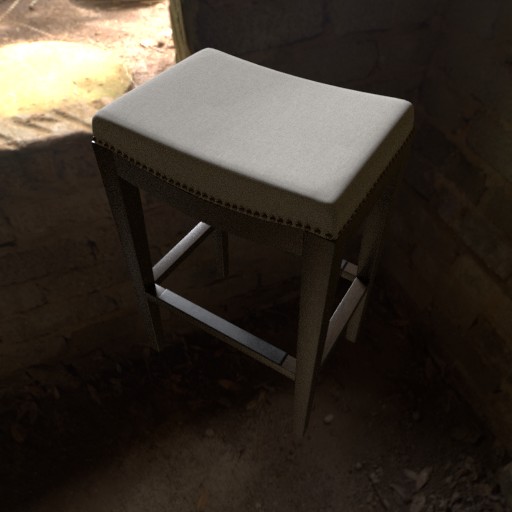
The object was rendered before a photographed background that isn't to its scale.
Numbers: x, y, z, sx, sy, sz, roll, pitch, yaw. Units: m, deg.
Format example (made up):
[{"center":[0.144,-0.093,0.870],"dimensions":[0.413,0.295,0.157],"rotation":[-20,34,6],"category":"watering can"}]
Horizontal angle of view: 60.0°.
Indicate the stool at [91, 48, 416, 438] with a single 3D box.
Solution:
[{"center":[0.000,0.000,1.038],"dimensions":[0.498,0.759,0.358],"rotation":[25,52,21],"category":"stool"}]
